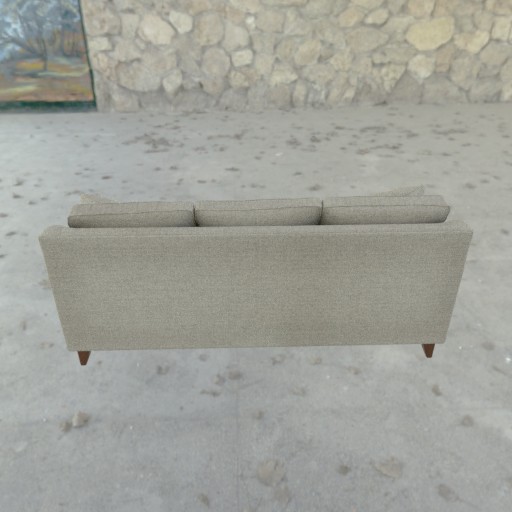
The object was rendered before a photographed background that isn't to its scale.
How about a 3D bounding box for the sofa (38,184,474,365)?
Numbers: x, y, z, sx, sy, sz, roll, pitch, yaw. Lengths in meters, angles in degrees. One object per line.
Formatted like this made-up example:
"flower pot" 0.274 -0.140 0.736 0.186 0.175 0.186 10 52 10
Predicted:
"sofa" 0.000 0.000 2.574 2.031 0.914 0.865 -1 29 -2
